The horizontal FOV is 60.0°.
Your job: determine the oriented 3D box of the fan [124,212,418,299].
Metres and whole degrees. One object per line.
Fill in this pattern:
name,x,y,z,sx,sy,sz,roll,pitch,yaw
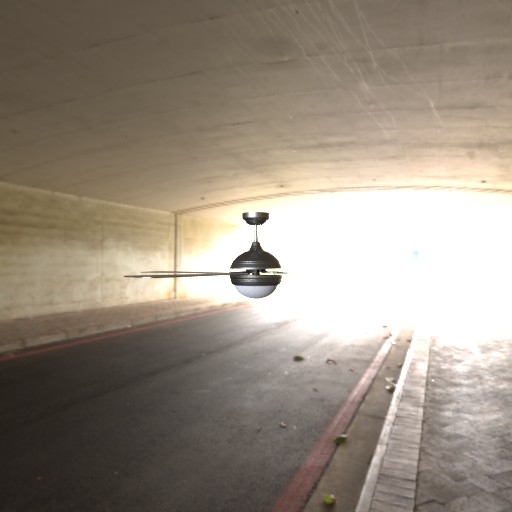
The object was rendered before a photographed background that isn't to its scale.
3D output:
fan,0.000,0.000,1.980,1.321,0.381,1.321,1,-1,-35
